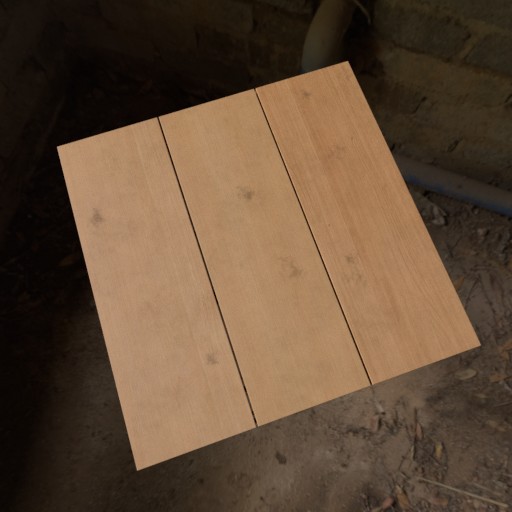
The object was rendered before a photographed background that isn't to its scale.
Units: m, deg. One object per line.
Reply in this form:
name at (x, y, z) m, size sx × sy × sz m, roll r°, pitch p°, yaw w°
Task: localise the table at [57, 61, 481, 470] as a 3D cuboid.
table at (0.000, 0.000, 1.657) m, size 1.100 × 0.400 × 1.100 m, roll -18°, pitch 75°, yaw -5°
